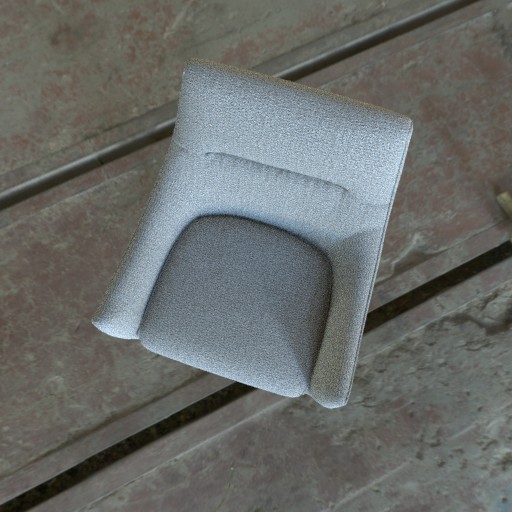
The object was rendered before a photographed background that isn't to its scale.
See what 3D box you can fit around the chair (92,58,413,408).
[{"bbox_3d":[0.000,0.000,1.450,0.762,0.838,0.787,17,75,5],"label":"chair"}]
